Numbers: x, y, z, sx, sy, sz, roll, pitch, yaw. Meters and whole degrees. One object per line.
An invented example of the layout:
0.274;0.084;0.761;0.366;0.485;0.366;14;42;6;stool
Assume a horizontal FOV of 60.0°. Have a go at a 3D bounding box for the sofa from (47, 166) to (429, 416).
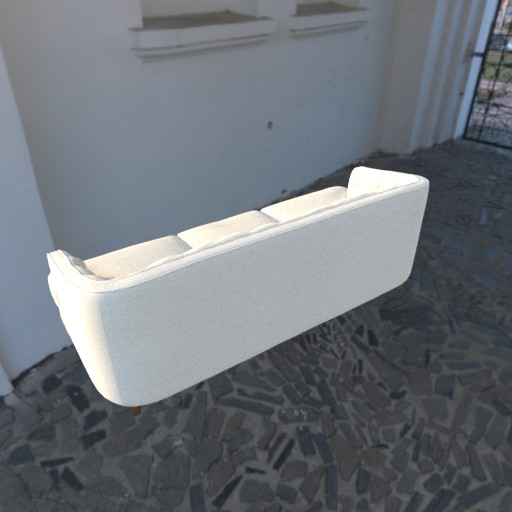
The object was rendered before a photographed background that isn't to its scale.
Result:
0.000;0.000;2.749;2.278;0.855;0.941;-20;37;-28;sofa
